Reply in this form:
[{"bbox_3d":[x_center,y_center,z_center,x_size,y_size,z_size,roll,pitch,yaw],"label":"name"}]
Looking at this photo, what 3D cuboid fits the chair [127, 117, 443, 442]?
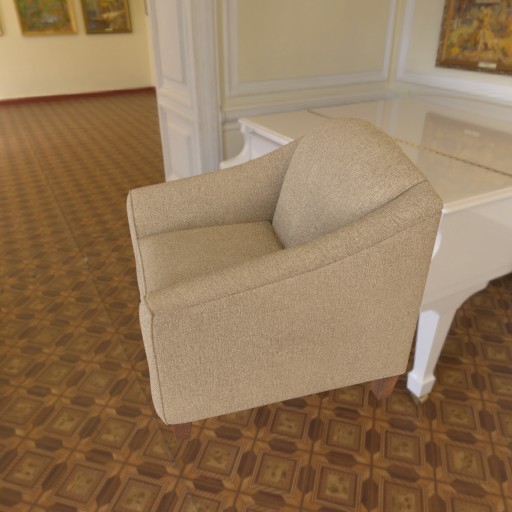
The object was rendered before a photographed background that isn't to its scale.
[{"bbox_3d":[0.000,0.000,1.477,0.787,0.839,0.763,-8,31,-14],"label":"chair"}]
